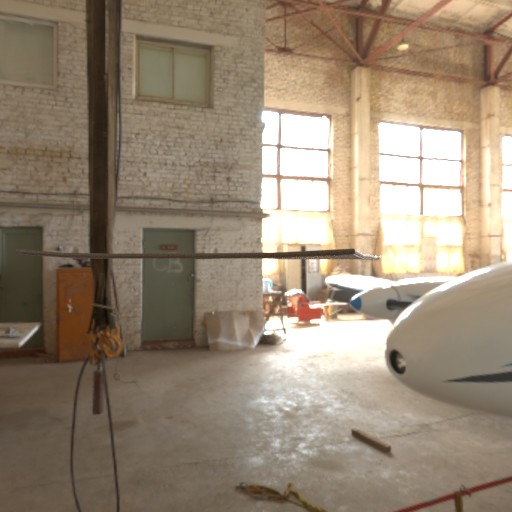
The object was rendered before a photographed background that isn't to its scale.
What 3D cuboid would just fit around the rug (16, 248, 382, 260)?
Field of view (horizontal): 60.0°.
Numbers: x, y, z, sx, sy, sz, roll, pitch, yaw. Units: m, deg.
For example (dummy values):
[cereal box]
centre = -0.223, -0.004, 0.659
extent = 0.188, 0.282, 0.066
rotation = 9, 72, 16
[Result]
[rug]
centre = 0.000, 0.000, 2.963
extent = 1.553, 0.053, 2.430
rotation = 0, 0, 18
